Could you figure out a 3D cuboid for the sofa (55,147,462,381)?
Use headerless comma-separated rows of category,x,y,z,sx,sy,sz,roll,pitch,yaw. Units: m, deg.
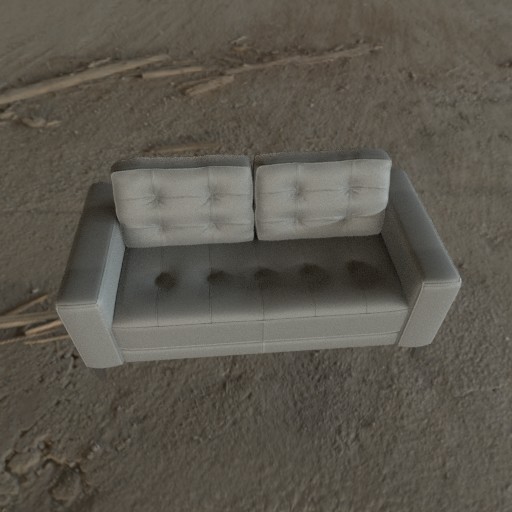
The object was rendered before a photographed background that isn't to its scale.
sofa,0.000,0.000,2.228,1.726,0.893,0.833,-3,46,-3
